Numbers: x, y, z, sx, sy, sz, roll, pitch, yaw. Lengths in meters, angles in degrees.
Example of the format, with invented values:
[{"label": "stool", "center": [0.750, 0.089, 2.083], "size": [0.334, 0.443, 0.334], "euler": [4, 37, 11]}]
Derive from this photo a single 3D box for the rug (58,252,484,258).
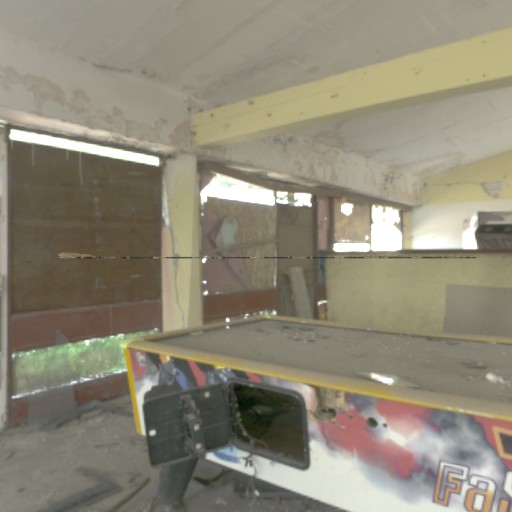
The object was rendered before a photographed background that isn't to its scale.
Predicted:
[{"label": "rug", "center": [0.000, 0.000, 4.378], "size": [3.307, 0.047, 2.418], "euler": [0, 0, -16]}]
